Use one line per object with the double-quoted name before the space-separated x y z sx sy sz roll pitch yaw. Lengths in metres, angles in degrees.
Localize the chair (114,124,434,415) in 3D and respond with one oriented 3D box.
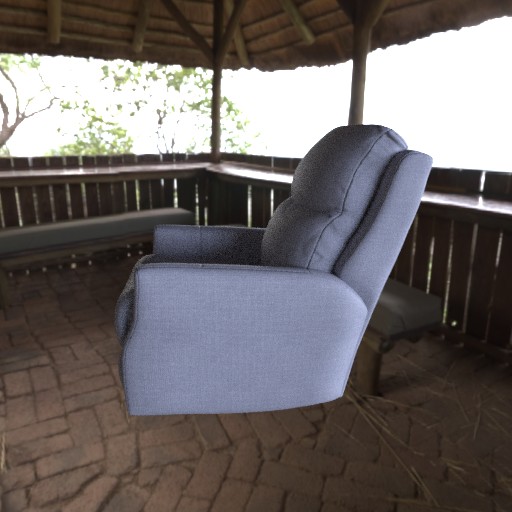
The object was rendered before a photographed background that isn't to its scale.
"chair" 0.000 0.000 1.809 1.080 1.030 0.829 -2 15 -7
